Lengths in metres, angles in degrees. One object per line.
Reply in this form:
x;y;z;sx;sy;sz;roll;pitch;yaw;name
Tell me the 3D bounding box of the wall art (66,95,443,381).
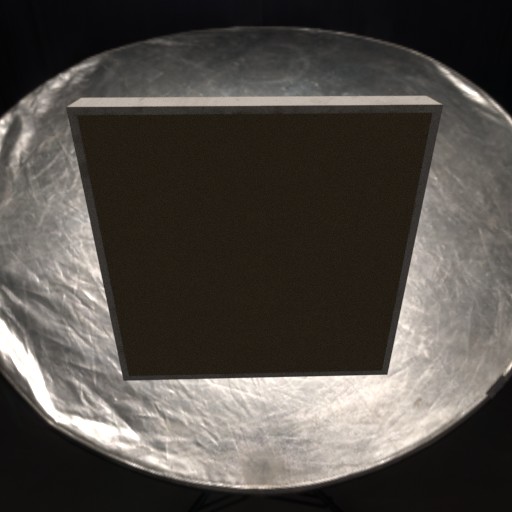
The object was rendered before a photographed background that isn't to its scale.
0.000;0.000;0.451;0.305;0.303;0.038;-1;30;-1;wall art
